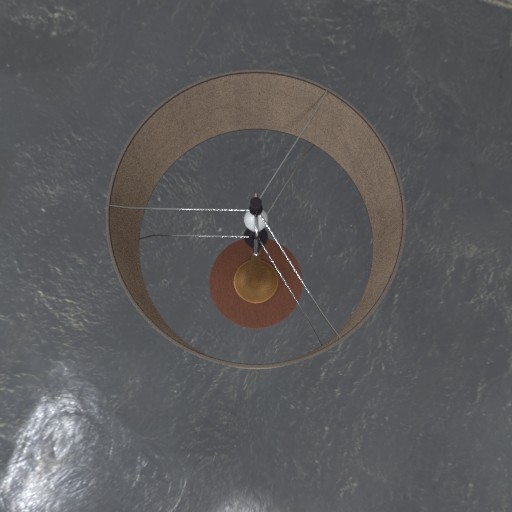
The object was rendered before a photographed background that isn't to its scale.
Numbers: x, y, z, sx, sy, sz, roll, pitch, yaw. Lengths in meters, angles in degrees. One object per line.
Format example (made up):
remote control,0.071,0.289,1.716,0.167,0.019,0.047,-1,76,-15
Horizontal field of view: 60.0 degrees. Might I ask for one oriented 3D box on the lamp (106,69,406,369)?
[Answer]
lamp,0.000,0.000,0.841,0.396,0.551,0.417,-1,75,0
